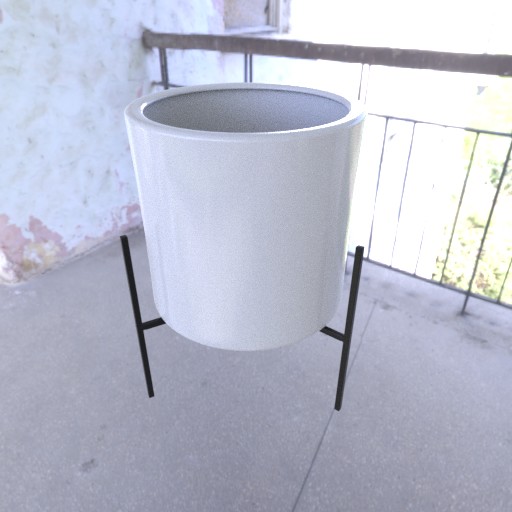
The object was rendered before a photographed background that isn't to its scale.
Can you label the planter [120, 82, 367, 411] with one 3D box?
[{"bbox_3d":[0.000,0.000,0.725,0.361,0.480,0.360,21,37,31],"label":"planter"}]
